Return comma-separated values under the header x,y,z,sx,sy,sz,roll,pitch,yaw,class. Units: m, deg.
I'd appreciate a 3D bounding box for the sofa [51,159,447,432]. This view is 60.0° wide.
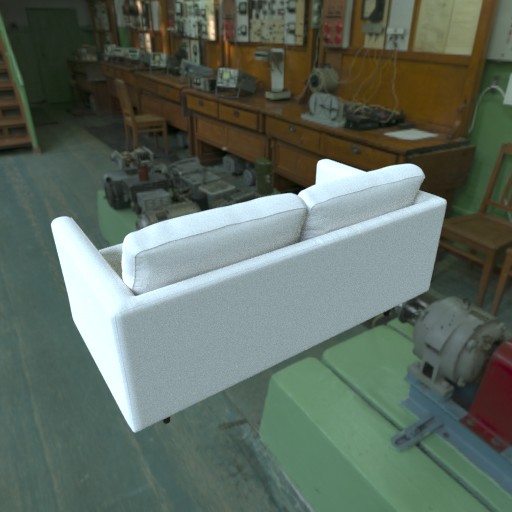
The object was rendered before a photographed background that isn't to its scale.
x,y,z,sx,sy,sz,roll,pitch,yaw,class
0.000,0.000,2.249,1.713,0.893,0.940,-18,33,-30,sofa
